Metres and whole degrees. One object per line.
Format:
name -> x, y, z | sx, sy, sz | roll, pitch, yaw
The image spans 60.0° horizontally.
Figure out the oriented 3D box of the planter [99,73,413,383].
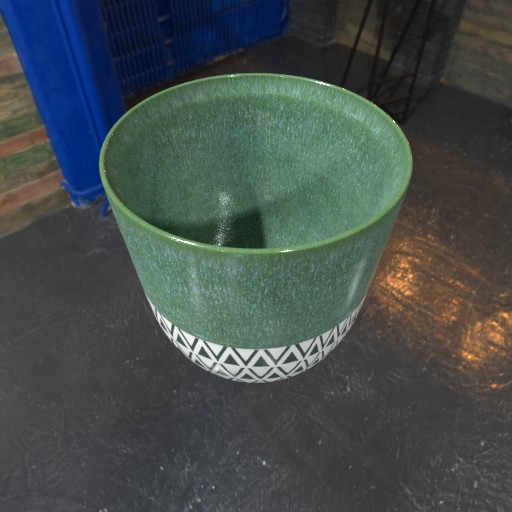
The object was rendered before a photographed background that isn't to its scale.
planter -> 0.000, 0.000, 0.360 | 0.195, 0.214, 0.195 | 0, 47, 0
